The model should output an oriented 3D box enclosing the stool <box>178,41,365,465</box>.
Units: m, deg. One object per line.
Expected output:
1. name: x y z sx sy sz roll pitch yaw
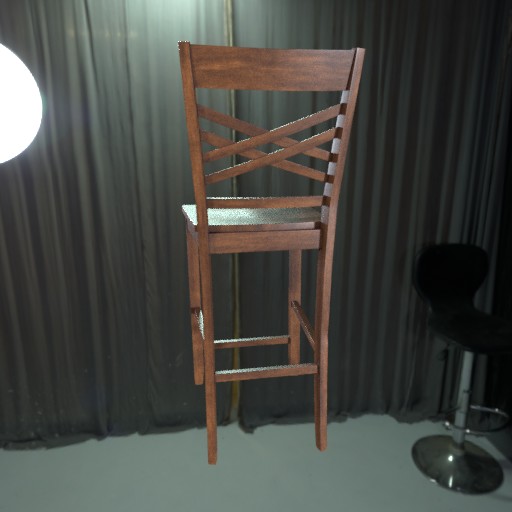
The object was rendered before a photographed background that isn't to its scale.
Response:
1. stool: 0.000 0.000 1.349 0.426 1.098 0.504 -3 15 -10
